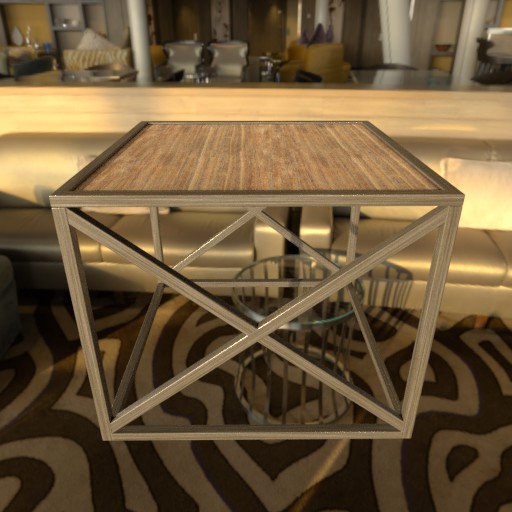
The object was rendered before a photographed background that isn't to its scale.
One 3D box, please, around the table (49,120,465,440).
[{"bbox_3d":[0.000,0.000,1.035,0.611,0.507,0.609,0,27,0],"label":"table"}]
